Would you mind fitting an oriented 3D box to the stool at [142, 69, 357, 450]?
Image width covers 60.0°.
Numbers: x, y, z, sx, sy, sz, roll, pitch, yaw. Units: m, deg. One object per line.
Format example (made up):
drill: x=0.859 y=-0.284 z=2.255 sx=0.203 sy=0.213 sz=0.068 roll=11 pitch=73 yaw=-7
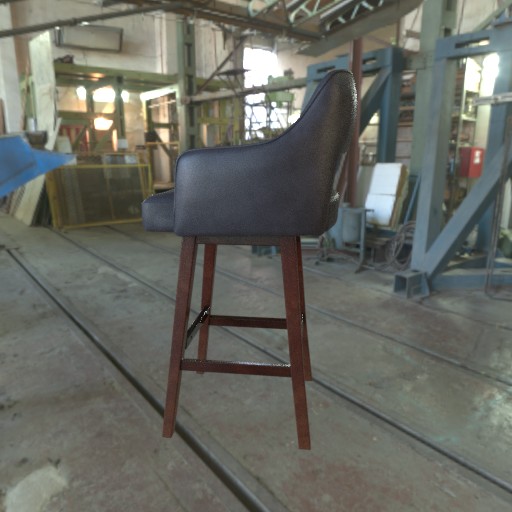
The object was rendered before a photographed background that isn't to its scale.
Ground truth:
stool: x=0.000 y=0.000 z=1.380 sx=0.560 sy=1.041 sz=0.550 roll=2 pitch=14 yaw=7
